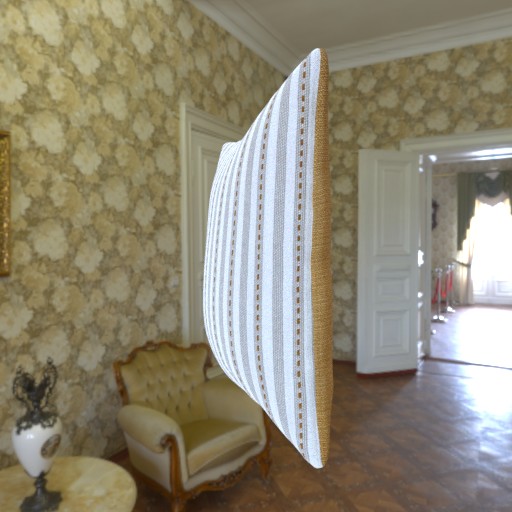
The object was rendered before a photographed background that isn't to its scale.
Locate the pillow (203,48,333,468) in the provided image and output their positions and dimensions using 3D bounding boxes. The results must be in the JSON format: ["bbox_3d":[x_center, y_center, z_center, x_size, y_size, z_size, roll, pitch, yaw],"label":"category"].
[{"bbox_3d":[0.000,0.000,0.658,0.147,0.437,0.432,0,1,-18],"label":"pillow"}]
